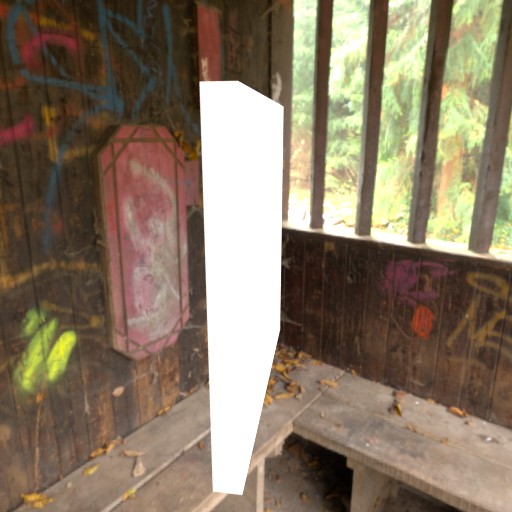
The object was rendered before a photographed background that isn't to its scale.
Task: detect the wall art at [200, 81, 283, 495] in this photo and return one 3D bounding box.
[{"bbox_3d":[0.000,0.000,0.529,0.027,0.355,0.355,2,16,8],"label":"wall art"}]
